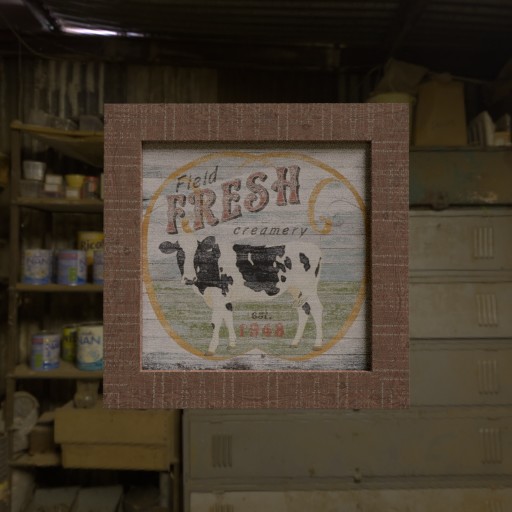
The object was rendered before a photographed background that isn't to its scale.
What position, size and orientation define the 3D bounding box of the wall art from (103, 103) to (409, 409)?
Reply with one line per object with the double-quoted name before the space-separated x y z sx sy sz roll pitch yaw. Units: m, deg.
"wall art" 0.000 0.000 0.785 0.531 0.531 0.029 0 -1 0
